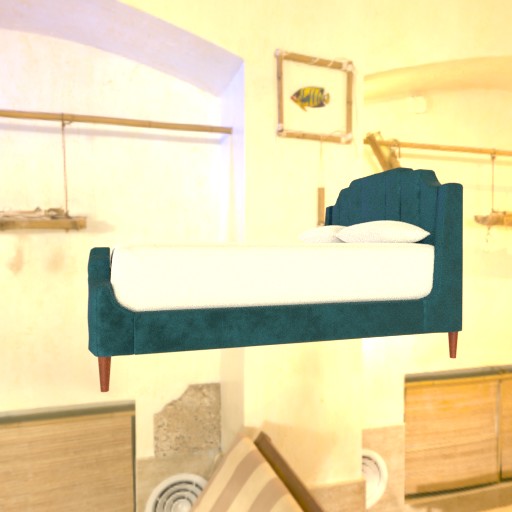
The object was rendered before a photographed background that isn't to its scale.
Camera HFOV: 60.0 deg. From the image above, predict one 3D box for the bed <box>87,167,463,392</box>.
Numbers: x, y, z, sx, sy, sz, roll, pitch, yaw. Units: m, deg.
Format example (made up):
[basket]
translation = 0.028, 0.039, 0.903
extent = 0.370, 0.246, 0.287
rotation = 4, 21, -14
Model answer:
[bed]
translation = 0.000, 0.000, 3.326
extent = 2.322, 1.338, 1.678
rotation = 0, 1, -18
